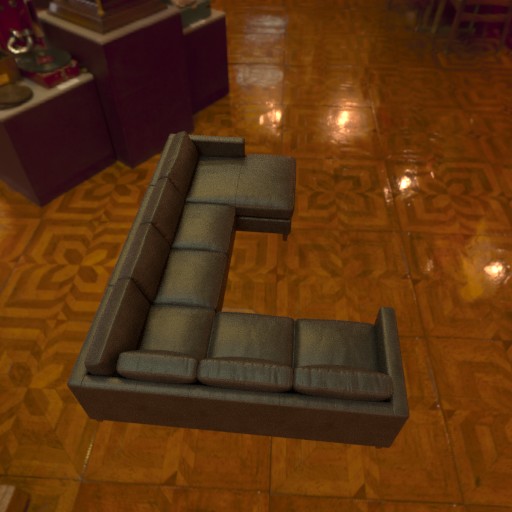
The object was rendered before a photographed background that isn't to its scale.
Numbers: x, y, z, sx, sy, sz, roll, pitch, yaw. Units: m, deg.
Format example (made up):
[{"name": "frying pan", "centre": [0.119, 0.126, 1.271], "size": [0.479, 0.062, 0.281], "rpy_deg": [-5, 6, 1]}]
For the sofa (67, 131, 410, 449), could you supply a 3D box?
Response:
[{"name": "sofa", "centre": [0.000, 0.000, 4.453], "size": [2.452, 0.891, 3.324], "rpy_deg": [4, 48, 4]}]
